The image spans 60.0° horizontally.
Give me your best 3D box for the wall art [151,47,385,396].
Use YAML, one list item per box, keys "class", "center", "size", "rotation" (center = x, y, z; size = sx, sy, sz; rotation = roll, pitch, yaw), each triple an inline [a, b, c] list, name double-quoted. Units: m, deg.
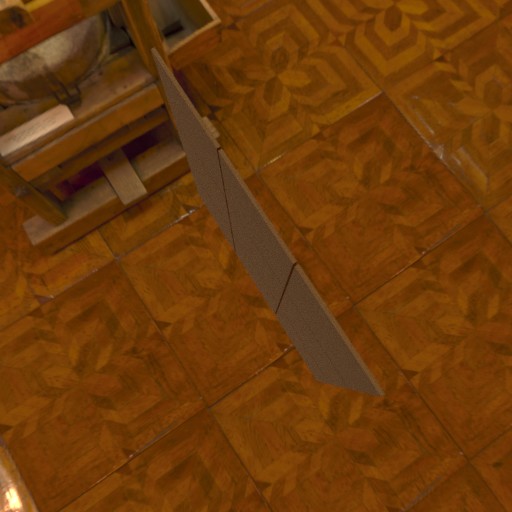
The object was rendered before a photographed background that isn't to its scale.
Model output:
- class: "wall art"
  center: [0.000, 0.000, 1.840]
  size: [0.013, 1.216, 1.216]
  rotation: [-31, 78, -7]
